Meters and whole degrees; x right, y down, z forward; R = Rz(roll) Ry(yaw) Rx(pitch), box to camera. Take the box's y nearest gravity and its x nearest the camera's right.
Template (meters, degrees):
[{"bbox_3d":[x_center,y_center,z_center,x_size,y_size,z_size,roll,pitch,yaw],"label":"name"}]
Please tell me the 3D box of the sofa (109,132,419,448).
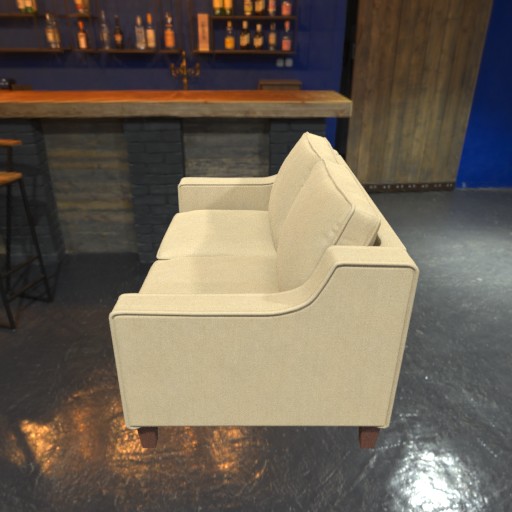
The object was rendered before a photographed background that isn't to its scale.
[{"bbox_3d":[0.000,0.000,2.142,0.987,0.971,1.501,0,26,0],"label":"sofa"}]
